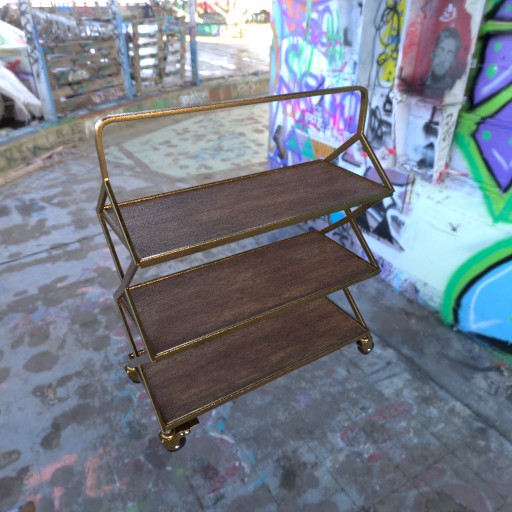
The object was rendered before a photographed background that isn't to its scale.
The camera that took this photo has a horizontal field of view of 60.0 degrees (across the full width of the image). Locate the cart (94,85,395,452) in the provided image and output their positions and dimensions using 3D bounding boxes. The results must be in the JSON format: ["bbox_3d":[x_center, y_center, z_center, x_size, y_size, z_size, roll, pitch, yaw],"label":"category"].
[{"bbox_3d":[0.000,0.000,1.179,0.723,0.805,0.313,-17,35,-27],"label":"cart"}]
